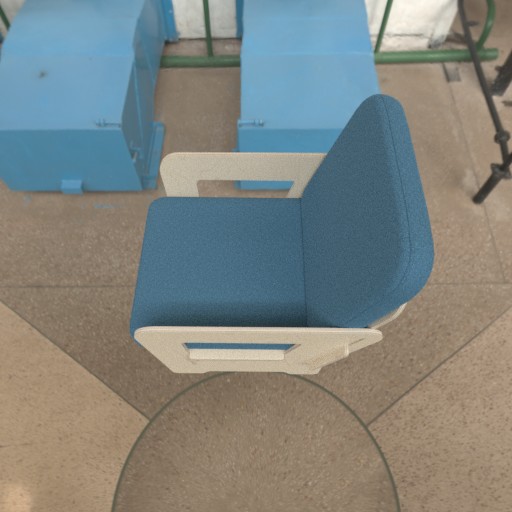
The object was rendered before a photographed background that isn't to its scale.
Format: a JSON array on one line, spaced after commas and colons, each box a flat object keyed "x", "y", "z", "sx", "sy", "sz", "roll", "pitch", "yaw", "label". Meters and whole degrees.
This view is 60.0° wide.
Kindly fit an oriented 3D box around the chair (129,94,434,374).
[{"x": 0.000, "y": 0.000, "z": 1.200, "sx": 0.657, "sy": 0.747, "sz": 0.547, "roll": 0, "pitch": 60, "yaw": 0, "label": "chair"}]
